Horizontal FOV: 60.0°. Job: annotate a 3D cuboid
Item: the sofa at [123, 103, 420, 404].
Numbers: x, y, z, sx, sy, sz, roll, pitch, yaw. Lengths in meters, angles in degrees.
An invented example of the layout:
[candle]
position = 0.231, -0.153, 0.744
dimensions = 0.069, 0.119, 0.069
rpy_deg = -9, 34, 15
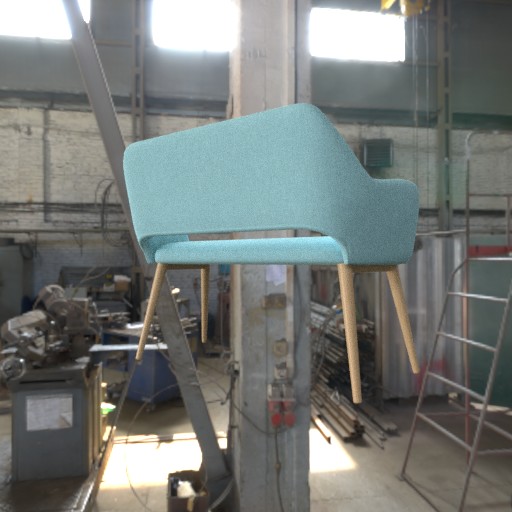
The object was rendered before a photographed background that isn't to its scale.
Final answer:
[sofa]
position = 0.000, 0.000, 1.662
dimensions = 1.150, 0.840, 0.610
rpy_deg = 0, -1, 36
